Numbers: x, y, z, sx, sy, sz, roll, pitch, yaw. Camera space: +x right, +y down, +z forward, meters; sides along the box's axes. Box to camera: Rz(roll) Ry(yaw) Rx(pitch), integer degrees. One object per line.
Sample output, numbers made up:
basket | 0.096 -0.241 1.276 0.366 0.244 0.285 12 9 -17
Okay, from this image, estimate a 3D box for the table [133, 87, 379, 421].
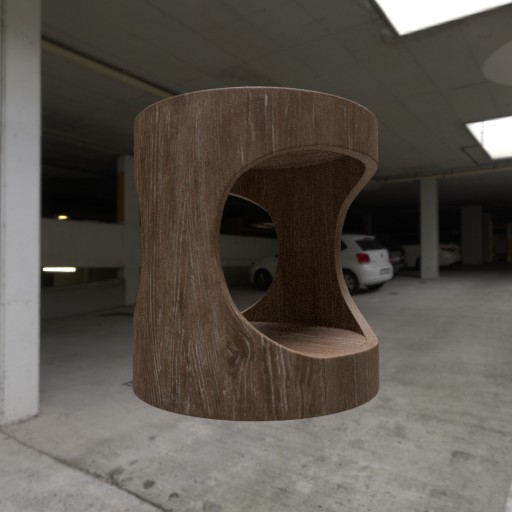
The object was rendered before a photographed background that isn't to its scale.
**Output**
table | 0.000 0.000 0.990 0.527 0.551 0.527 0 -1 0
